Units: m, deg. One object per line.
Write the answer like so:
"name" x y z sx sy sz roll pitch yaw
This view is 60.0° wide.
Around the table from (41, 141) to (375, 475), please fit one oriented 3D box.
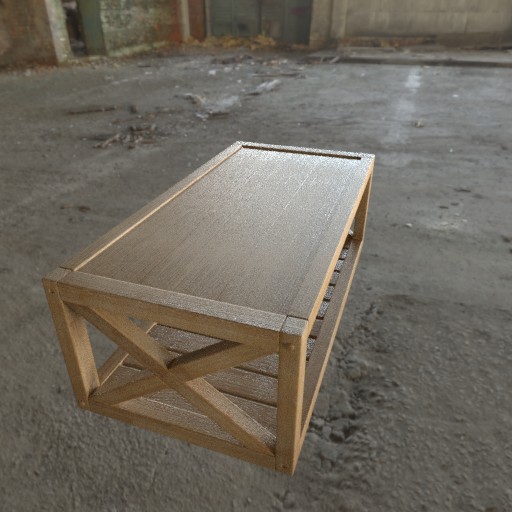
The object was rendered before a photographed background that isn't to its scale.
"table" 0.000 0.000 1.640 0.660 0.457 1.321 10 31 17
